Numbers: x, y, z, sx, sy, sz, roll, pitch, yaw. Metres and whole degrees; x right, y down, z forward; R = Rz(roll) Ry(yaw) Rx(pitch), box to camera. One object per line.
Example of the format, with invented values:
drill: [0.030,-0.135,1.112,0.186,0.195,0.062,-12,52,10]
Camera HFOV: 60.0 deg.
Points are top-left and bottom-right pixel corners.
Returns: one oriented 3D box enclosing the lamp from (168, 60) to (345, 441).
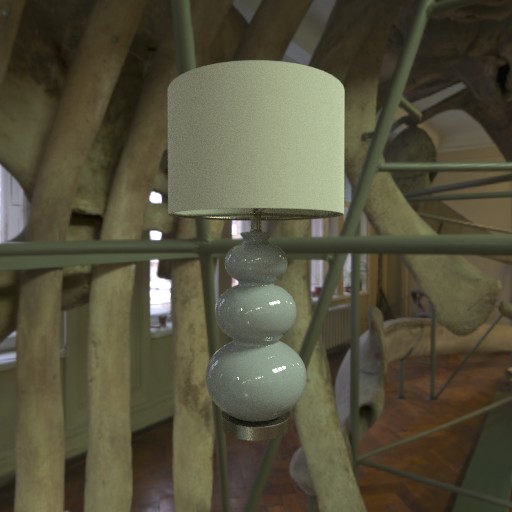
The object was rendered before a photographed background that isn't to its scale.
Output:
lamp: [0.000,0.000,0.945,0.367,0.730,0.367,1,2,36]
